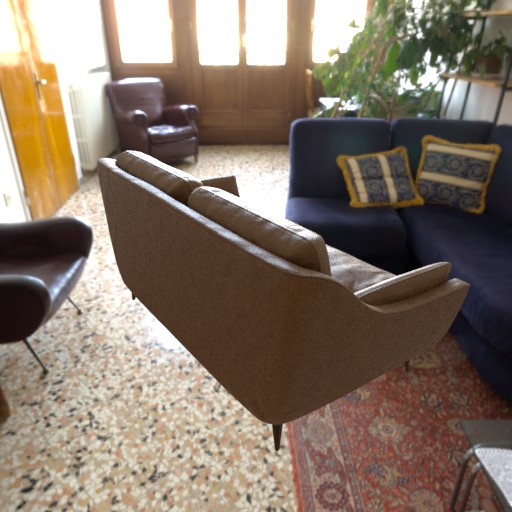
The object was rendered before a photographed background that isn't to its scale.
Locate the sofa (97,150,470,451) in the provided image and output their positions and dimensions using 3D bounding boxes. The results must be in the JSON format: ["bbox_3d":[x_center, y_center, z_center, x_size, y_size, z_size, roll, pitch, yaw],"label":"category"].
[{"bbox_3d":[0.000,0.000,2.223,0.981,0.886,1.731,-19,33,-33],"label":"sofa"}]
